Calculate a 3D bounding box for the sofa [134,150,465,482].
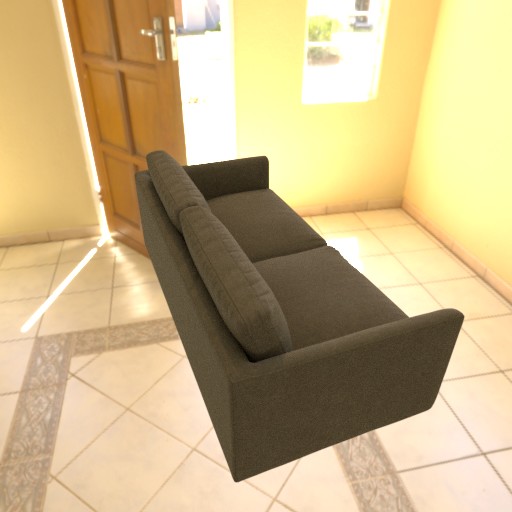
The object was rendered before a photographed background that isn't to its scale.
[{"bbox_3d":[0.000,0.000,2.745,1.092,0.838,2.257,-12,34,-18],"label":"sofa"}]
